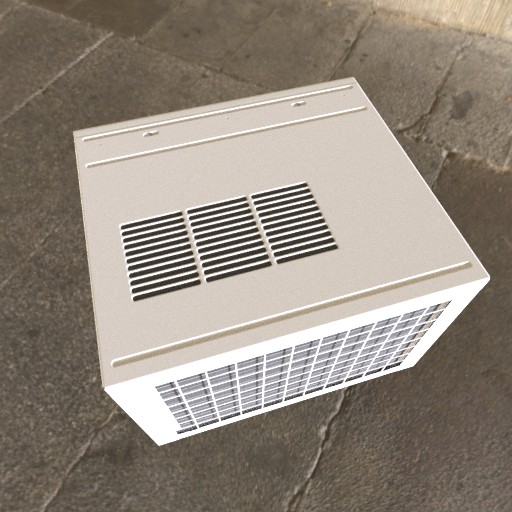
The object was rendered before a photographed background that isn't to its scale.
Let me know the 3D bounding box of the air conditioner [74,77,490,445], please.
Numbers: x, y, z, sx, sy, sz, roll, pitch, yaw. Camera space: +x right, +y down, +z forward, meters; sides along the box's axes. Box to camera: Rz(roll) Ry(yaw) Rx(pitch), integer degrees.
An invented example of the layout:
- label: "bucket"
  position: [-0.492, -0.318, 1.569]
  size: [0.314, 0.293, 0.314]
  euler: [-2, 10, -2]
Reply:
- label: "air conditioner"
  position: [0.000, 0.000, 1.035]
  size: [0.645, 0.455, 0.599]
  euler: [-14, 58, -9]
